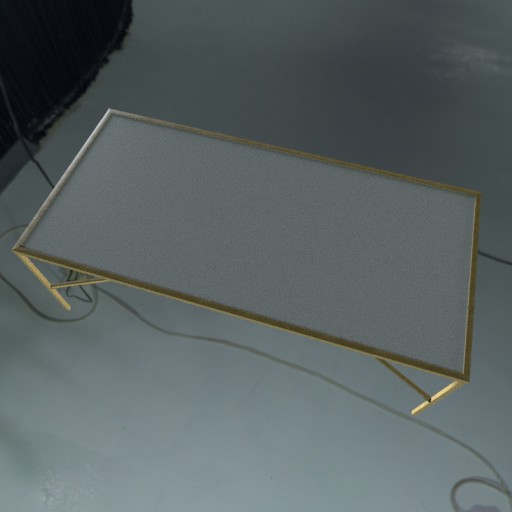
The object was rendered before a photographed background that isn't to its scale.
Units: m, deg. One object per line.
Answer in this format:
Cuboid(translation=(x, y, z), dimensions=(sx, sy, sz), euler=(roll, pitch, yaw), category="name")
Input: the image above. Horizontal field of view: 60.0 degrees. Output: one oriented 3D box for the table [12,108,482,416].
Cuboid(translation=(0.000, 0.000, 1.421), dimensions=(1.206, 0.398, 0.580), euler=(15, 60, 9), category="table")
